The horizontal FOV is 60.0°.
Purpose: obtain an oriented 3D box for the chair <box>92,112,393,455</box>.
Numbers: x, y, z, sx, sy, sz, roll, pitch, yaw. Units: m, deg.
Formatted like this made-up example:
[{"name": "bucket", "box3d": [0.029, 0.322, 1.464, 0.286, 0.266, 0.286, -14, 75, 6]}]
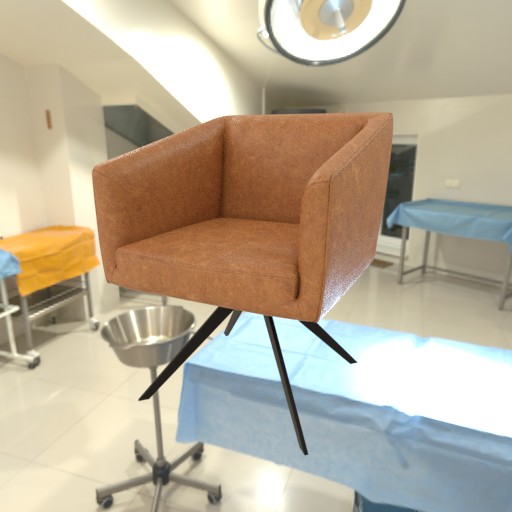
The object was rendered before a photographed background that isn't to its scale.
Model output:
[{"name": "chair", "box3d": [0.000, 0.000, 1.209, 0.588, 0.760, 0.625, 7, 17, 25]}]
